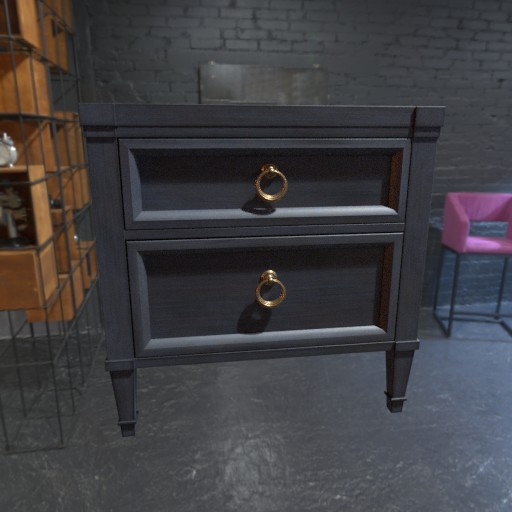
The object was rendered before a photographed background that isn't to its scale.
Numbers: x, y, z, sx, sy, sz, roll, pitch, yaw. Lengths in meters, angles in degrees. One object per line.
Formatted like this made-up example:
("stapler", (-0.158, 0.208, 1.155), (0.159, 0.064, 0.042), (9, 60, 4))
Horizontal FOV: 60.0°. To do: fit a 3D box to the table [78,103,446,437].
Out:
("table", (0.000, 0.000, 1.061), (0.660, 0.660, 0.413), (-2, 15, -8))
